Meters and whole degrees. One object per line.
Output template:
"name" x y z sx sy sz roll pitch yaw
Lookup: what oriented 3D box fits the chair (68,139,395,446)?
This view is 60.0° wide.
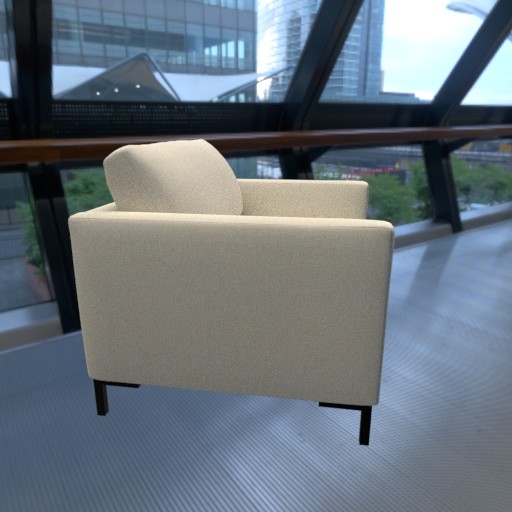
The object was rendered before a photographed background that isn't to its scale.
"chair" 0.000 0.000 1.607 0.875 0.806 0.964 3 16 9
